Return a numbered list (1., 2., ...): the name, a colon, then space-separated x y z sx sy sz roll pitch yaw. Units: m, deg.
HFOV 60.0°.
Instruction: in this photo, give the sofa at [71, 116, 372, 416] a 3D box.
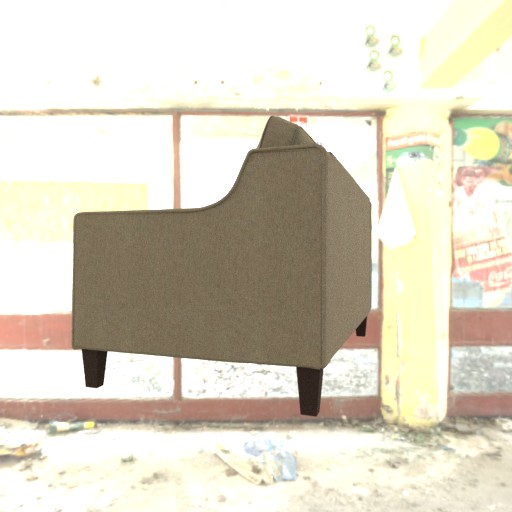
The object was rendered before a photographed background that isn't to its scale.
1. sofa: 0.000 0.000 2.192 0.985 0.981 1.503 0 0 20
